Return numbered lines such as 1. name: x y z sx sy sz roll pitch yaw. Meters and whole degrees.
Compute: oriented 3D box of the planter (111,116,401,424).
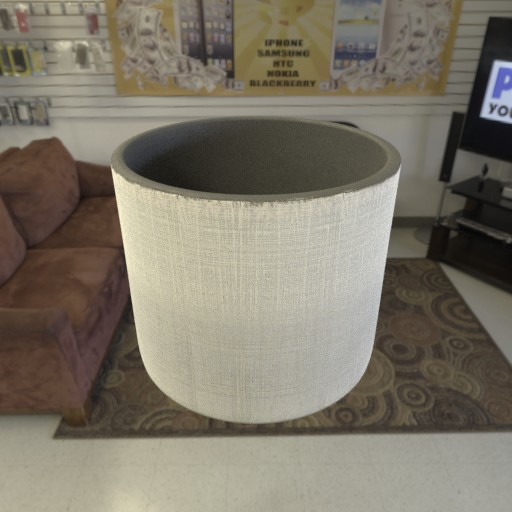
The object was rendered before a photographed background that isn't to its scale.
1. planter: 0.000 0.000 0.399 0.226 0.201 0.226 0 30 0
